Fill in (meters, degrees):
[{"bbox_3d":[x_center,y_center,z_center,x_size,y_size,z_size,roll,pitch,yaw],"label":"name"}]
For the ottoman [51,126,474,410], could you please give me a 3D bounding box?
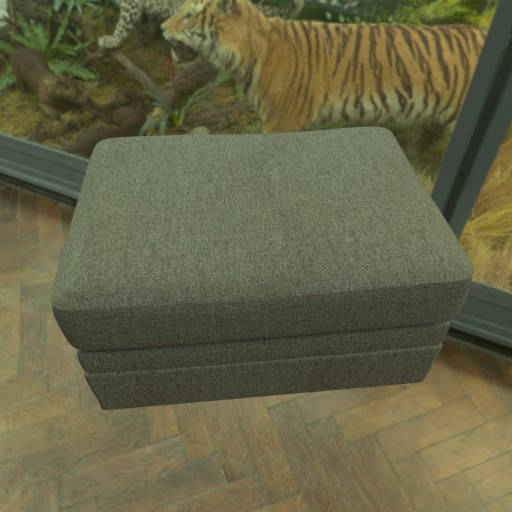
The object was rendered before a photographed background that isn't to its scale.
[{"bbox_3d":[0.000,0.000,1.210,0.885,0.478,0.637,-4,45,-4],"label":"ottoman"}]
